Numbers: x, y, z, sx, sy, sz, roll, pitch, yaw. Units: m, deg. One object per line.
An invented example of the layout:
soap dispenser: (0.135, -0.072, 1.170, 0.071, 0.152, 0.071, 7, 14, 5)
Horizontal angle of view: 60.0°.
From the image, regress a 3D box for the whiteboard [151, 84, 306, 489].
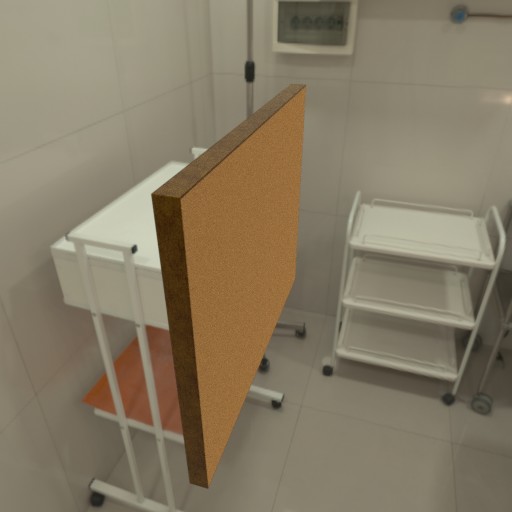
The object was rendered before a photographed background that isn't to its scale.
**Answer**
whiteboard: (0.000, 0.000, 0.754, 0.029, 0.457, 0.561, 9, 33, 15)
